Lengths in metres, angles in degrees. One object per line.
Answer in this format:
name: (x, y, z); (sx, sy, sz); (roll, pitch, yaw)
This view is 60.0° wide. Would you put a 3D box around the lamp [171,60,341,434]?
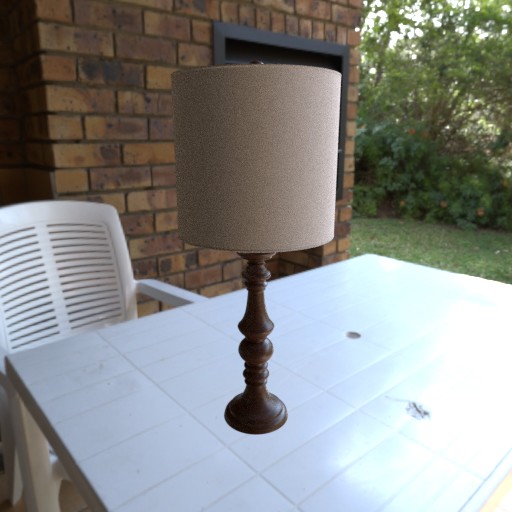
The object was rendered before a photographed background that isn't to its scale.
lamp: (0.000, 0.000, 0.732); (0.250, 0.597, 0.250); (14, 20, 43)
